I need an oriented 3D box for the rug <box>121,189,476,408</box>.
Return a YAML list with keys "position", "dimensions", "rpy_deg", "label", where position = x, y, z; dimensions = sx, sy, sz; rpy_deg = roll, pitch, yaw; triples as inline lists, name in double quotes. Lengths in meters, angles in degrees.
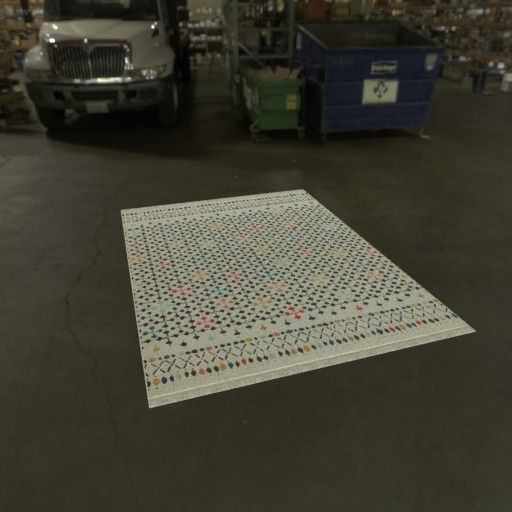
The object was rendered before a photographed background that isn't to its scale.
- position: [0.000, 0.000, 4.266]
  dimensions: [2.354, 0.007, 3.196]
  rpy_deg: [-9, 30, -16]
  label: "rug"
